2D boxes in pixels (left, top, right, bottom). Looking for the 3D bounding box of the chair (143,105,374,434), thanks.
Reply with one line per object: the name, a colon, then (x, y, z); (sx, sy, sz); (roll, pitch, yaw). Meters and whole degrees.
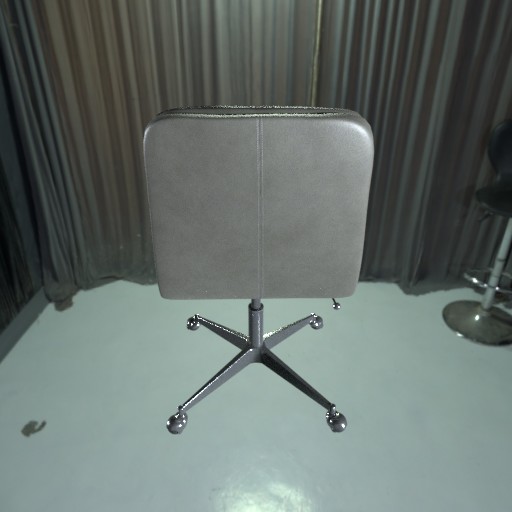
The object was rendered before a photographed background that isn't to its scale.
chair: (0.000, 0.000, 1.018); (0.422, 0.738, 0.485); (-1, 29, -1)
